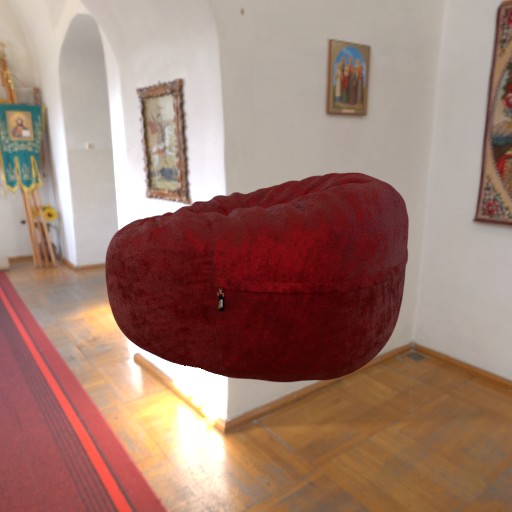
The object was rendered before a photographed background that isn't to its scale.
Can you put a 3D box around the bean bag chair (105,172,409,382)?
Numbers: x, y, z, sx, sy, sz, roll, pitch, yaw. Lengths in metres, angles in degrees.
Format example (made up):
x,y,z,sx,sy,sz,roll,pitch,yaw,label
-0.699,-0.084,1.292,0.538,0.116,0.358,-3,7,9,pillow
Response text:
x,y,z,sx,sy,sz,roll,pitch,yaw,label
0.000,0.000,2.370,1.524,0.878,1.524,2,15,8,bean bag chair
